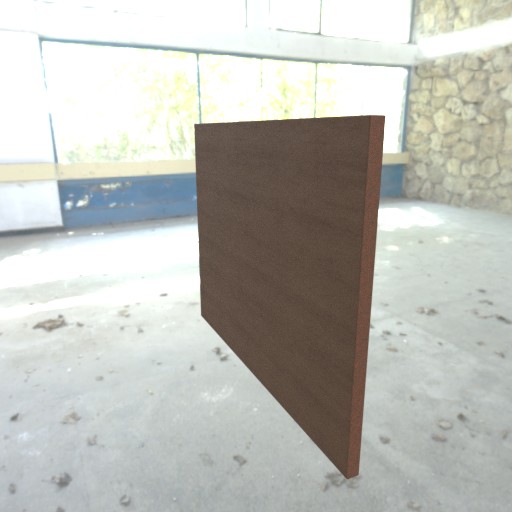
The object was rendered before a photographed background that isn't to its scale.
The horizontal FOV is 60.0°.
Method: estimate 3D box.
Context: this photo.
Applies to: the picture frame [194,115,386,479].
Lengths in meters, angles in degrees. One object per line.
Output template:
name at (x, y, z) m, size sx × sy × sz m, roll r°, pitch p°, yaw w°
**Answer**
picture frame at (0.000, 0.000, 1.745) m, size 0.045 × 1.018 × 1.329 m, roll -7°, pitch 17°, yaw -24°
